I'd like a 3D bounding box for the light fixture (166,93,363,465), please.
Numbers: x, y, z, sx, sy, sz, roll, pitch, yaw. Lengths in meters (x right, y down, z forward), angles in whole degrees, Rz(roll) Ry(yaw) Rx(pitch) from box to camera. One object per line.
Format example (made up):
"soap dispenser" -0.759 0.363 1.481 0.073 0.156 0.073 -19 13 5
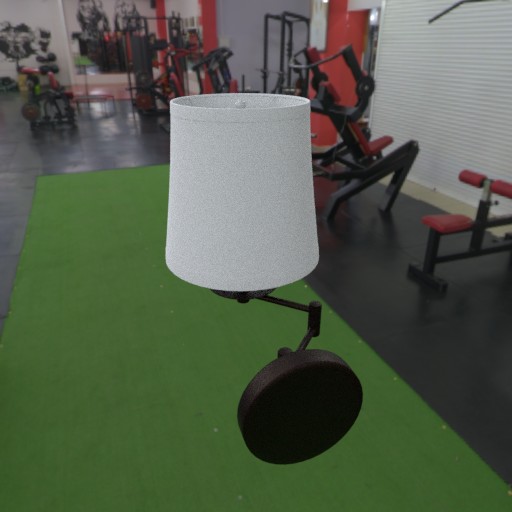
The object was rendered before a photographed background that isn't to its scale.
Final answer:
"light fixture" 0.000 0.000 0.265 0.100 0.172 0.157 -8 27 -17
